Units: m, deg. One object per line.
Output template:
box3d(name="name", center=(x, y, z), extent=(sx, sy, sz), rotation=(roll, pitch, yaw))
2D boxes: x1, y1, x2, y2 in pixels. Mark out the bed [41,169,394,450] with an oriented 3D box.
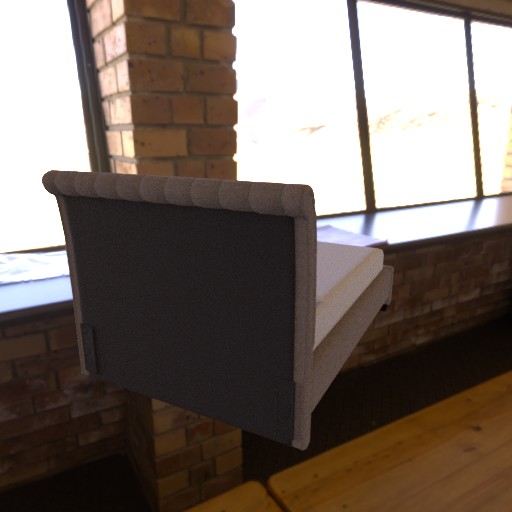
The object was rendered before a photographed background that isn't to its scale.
box3d(name="bed", center=(0.000, 0.000, 3.329), extent=(1.645, 1.371, 2.252), rotation=(8, 18, 27))
